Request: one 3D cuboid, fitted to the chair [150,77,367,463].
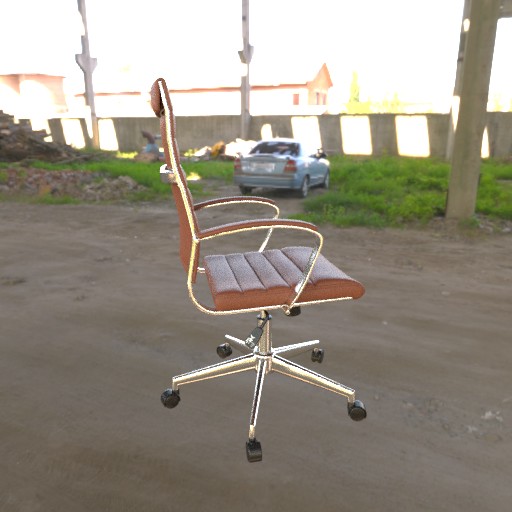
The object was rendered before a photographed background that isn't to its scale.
[{"bbox_3d":[0.000,0.000,1.612,0.739,1.149,0.766,-3,15,-11],"label":"chair"}]
